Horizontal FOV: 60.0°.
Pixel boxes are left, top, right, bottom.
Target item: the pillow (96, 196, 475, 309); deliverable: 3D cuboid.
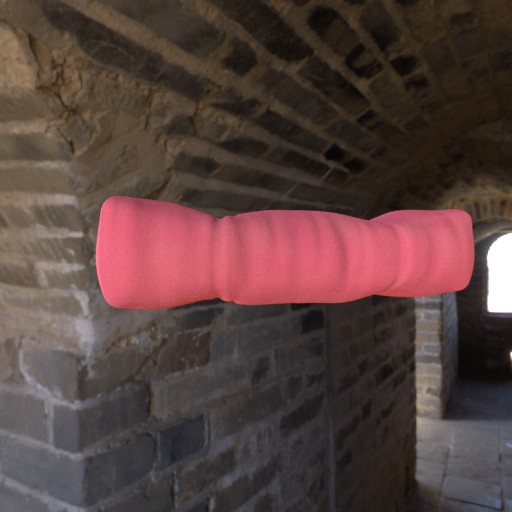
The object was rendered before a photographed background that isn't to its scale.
[{"bbox_3d":[0.000,0.000,0.733,0.490,0.128,0.468,0,-1,-18],"label":"pillow"}]
